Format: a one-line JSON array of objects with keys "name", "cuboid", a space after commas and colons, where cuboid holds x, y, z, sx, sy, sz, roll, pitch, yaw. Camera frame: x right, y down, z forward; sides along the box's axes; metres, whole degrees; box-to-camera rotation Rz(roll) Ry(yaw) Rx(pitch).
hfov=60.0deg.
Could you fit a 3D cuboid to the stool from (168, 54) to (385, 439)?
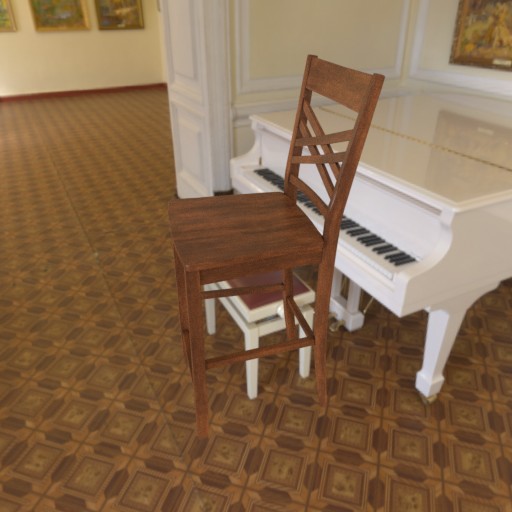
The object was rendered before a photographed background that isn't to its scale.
[{"name": "stool", "cuboid": [0.000, 0.000, 1.381, 0.504, 1.098, 0.426, -8, 31, -13]}]
